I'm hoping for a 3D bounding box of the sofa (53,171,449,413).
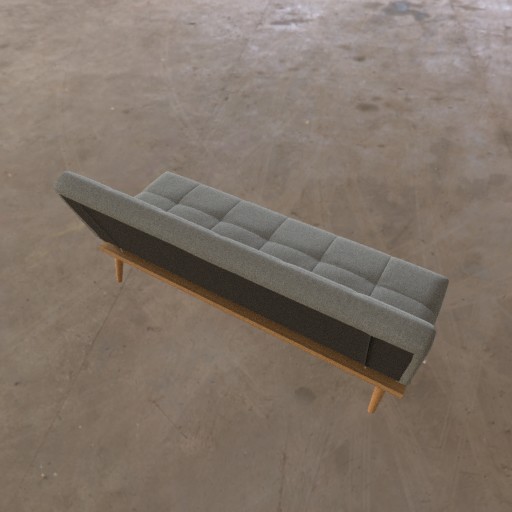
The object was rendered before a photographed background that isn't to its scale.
[{"bbox_3d":[0.000,0.000,2.274,1.820,0.800,0.800,23,50,21],"label":"sofa"}]
